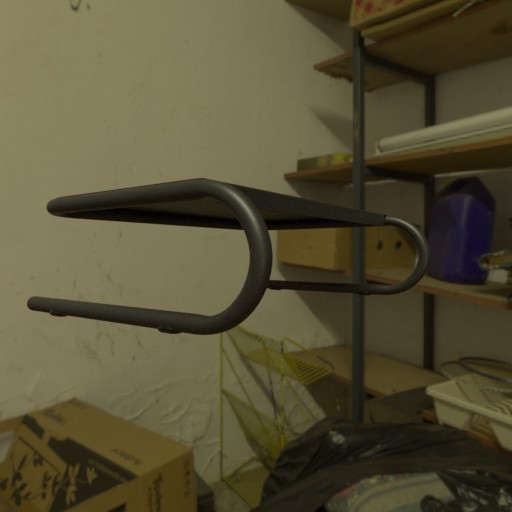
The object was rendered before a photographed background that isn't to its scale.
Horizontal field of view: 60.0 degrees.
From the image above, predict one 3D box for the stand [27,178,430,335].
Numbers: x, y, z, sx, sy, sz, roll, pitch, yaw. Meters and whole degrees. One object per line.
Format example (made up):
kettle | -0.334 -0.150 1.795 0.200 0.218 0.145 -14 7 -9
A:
stand | 0.000 0.000 0.492 0.280 0.108 0.370 0 0 36
